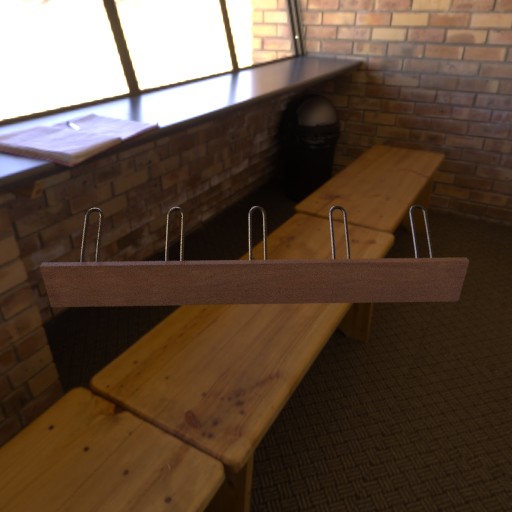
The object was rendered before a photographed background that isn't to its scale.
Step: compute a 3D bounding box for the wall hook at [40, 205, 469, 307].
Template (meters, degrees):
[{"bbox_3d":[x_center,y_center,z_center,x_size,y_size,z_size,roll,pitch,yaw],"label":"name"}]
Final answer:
[{"bbox_3d":[0.000,0.000,0.609,0.554,0.116,0.076,-1,30,-1],"label":"wall hook"}]
